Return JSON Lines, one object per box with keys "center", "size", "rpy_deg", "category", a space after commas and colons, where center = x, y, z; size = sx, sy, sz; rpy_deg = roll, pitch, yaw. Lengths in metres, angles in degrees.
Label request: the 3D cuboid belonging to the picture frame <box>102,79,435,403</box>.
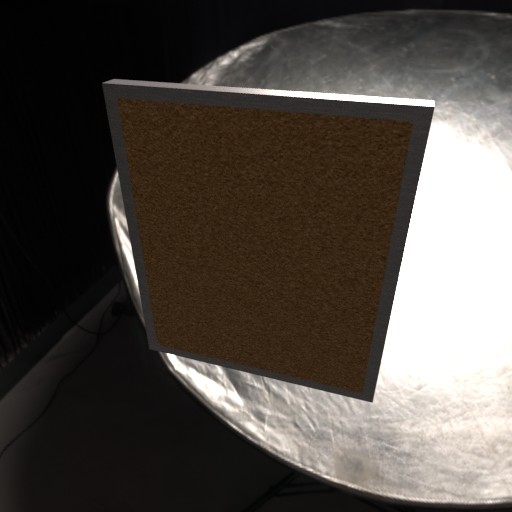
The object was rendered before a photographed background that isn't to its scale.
{"center": [0.000, 0.000, 0.530], "size": [0.327, 0.378, 0.027], "rpy_deg": [10, 33, 15], "category": "picture frame"}
